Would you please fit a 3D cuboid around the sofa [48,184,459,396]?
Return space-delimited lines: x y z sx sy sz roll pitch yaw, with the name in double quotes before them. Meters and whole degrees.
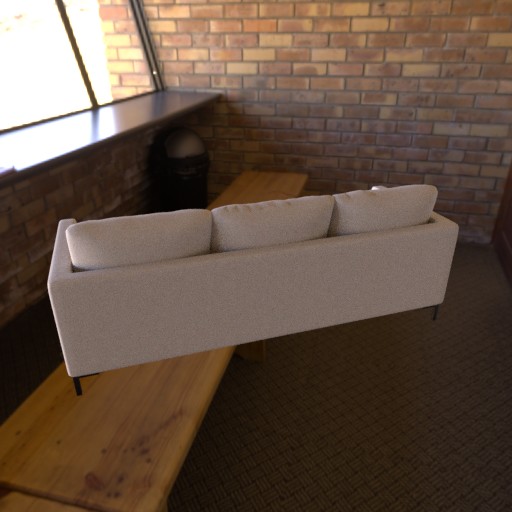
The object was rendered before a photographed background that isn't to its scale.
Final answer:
"sofa" 0.000 0.000 2.711 2.218 0.874 0.859 -8 27 -16
